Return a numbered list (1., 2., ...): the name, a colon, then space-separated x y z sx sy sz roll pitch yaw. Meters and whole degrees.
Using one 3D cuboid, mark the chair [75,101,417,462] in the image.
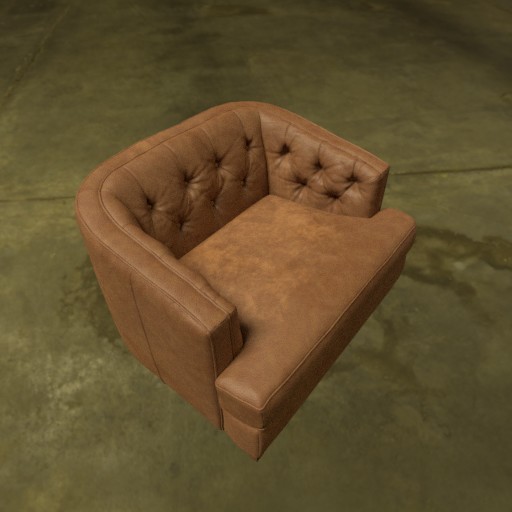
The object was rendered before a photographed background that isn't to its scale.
1. chair: 0.000 0.000 1.770 0.911 0.836 1.119 28 49 27
